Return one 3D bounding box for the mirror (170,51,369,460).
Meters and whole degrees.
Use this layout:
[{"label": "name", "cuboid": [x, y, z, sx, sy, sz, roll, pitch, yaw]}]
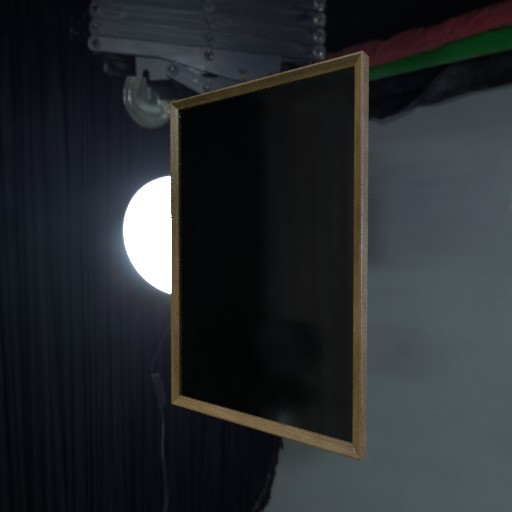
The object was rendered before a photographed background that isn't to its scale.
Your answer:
[{"label": "mirror", "cuboid": [0.000, 0.000, 1.182, 0.609, 0.915, 0.041, 1, 2, 36]}]
